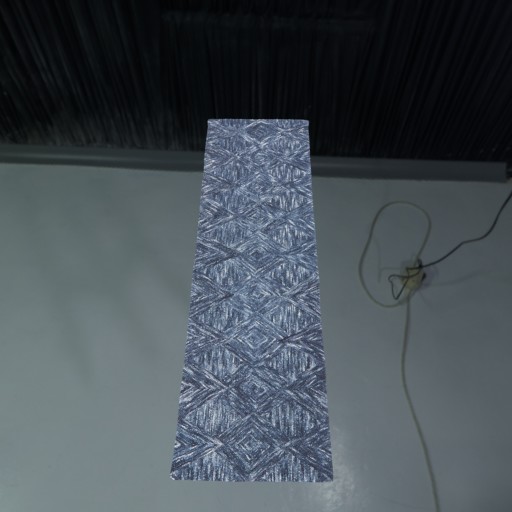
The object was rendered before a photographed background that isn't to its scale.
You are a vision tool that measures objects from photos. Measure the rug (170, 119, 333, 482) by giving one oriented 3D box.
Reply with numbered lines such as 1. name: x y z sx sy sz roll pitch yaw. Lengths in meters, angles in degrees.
1. rug: 0.000 0.000 2.527 0.719 0.013 2.306 1 57 0
